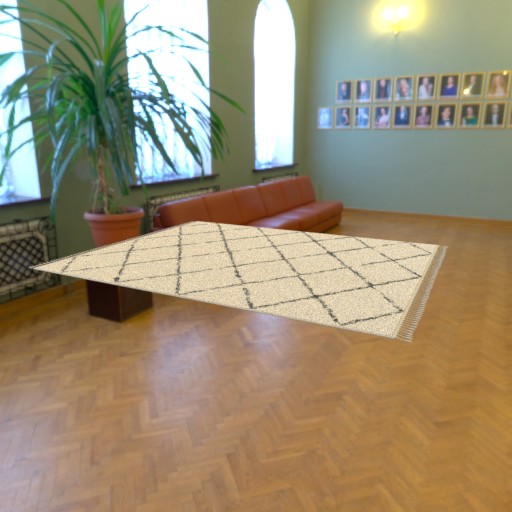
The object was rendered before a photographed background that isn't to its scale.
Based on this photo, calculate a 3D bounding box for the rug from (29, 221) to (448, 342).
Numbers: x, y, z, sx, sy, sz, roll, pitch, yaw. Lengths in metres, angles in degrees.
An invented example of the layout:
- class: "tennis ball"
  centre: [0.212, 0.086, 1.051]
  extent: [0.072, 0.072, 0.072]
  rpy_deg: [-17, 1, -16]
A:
- class: "rug"
  centre: [0.000, 0.000, 4.025]
  extent: [3.051, 0.013, 2.380]
  rpy_deg: [7, 17, 26]
